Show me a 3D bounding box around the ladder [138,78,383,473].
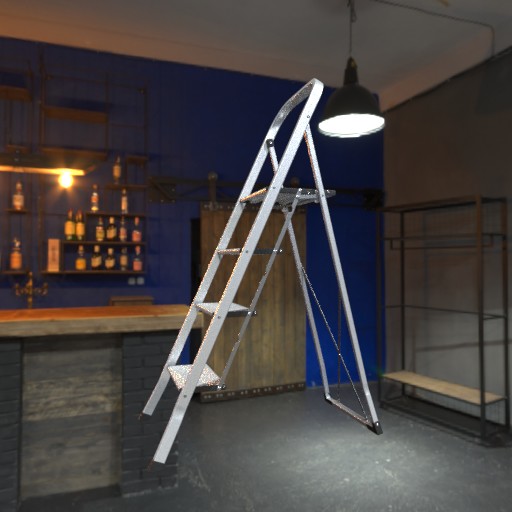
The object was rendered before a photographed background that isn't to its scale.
[{"bbox_3d":[0.000,0.000,1.666,0.830,1.290,0.465,0,0,-18],"label":"ladder"}]
